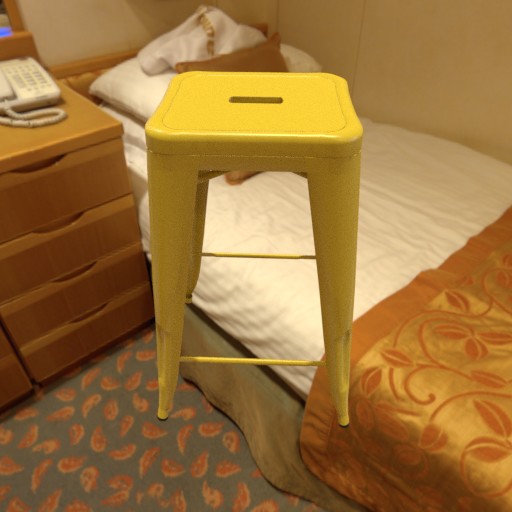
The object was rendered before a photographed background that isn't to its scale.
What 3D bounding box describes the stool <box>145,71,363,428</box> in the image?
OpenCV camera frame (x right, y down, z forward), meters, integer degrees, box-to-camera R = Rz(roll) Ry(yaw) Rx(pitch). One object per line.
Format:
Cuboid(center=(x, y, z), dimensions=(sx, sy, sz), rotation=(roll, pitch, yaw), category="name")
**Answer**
Cuboid(center=(0.000, 0.000, 0.852), dimensions=(0.399, 0.609, 0.359), rotation=(1, 40, 1), category="stool")
